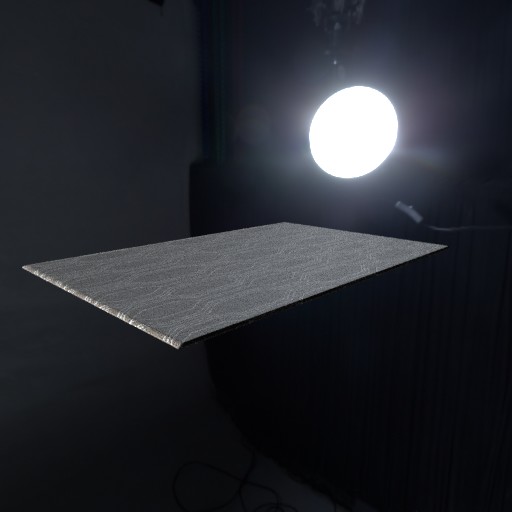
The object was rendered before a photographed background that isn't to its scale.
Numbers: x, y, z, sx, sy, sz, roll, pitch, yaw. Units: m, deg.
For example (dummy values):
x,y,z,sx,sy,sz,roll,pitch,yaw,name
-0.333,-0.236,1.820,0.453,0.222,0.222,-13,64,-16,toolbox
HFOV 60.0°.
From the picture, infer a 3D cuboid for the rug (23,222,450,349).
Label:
x,y,z,sx,sy,sz,roll,pitch,yaw,name
0.000,0.000,2.264,1.239,0.012,1.836,13,18,43,rug
